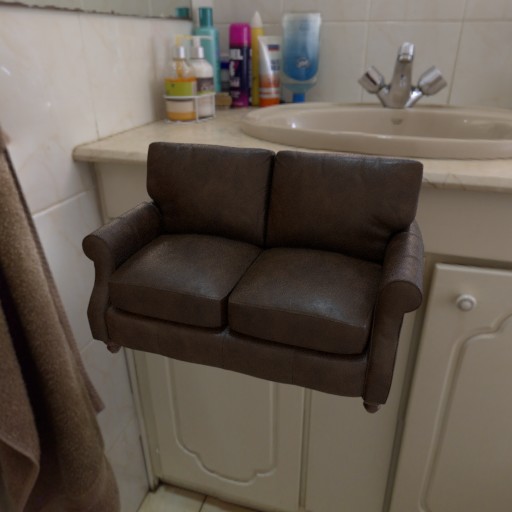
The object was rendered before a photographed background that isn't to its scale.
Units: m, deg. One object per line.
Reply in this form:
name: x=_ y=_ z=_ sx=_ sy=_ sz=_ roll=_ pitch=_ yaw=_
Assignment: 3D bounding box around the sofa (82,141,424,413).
sofa: x=0.000 y=0.000 z=2.286 sx=1.616 sy=0.976 sz=0.990 roll=8 pitch=27 yaw=17
